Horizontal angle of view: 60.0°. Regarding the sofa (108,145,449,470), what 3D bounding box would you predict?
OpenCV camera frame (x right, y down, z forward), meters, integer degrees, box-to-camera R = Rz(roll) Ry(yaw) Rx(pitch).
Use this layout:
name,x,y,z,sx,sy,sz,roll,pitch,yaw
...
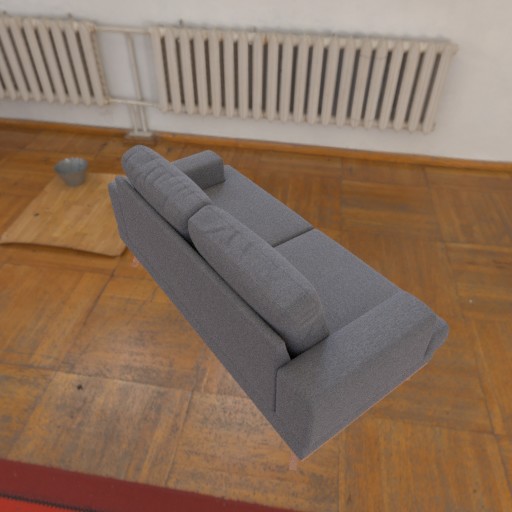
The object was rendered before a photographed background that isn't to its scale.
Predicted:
name,x,y,z,sx,sy,sz,roll,pitch,yaw
sofa,0.000,0.000,2.112,0.785,0.810,1.650,-26,47,-27
